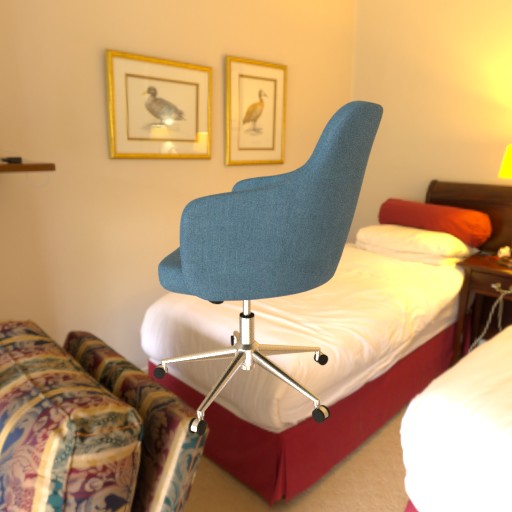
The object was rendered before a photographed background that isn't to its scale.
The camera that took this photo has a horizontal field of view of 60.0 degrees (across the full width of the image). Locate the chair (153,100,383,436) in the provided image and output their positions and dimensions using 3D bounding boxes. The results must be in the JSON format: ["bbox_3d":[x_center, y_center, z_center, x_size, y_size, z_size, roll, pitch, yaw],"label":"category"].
[{"bbox_3d":[0.000,0.000,1.281,0.655,0.820,0.599,2,14,8],"label":"chair"}]
